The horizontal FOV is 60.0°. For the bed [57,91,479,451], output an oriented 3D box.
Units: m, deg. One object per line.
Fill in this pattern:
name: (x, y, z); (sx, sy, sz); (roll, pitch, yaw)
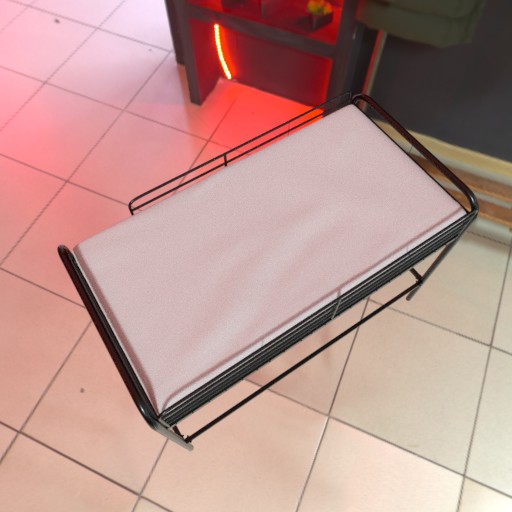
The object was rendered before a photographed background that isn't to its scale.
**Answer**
bed: (0.000, 0.000, 2.869); (1.968, 1.289, 1.393); (-30, 66, -15)
